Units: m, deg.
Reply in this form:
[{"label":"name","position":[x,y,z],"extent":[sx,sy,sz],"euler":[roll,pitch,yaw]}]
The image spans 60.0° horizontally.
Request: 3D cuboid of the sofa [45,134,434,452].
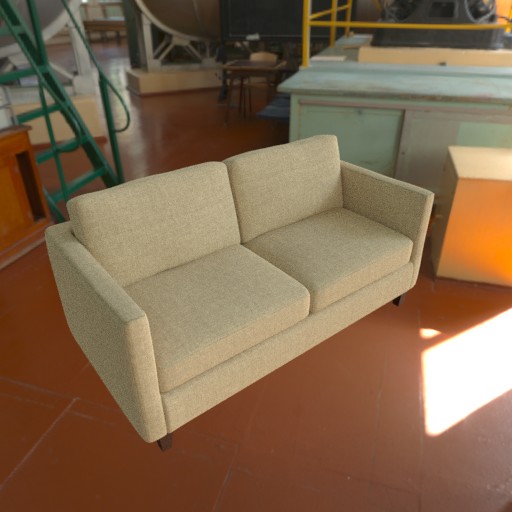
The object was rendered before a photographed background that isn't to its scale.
[{"label":"sofa","position":[0.000,0.000,2.427],"extent":[1.884,0.963,0.950],"euler":[-22,37,-32]}]
